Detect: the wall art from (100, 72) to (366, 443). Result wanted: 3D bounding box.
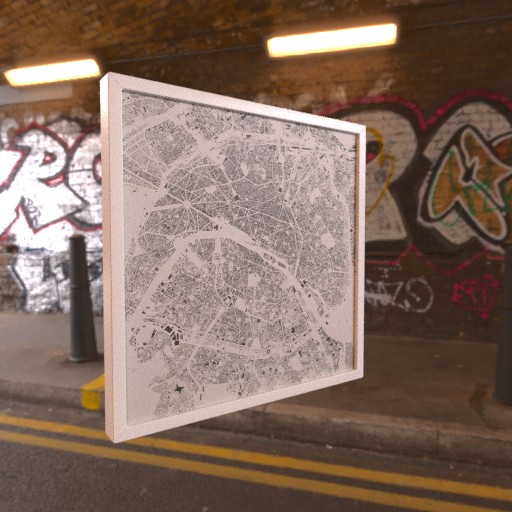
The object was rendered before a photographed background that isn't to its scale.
[{"bbox_3d":[0.000,0.000,0.763,0.508,0.508,0.038,-2,3,-35],"label":"wall art"}]
